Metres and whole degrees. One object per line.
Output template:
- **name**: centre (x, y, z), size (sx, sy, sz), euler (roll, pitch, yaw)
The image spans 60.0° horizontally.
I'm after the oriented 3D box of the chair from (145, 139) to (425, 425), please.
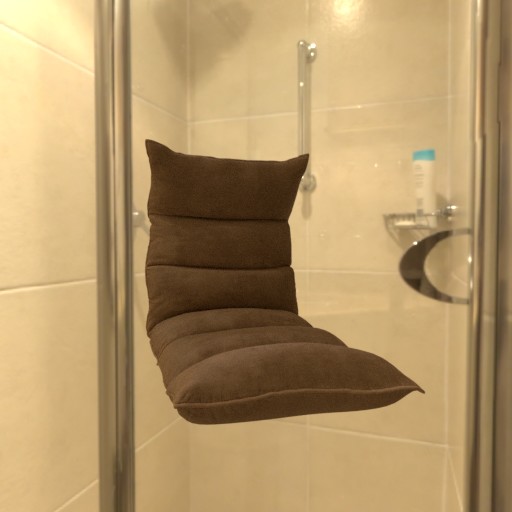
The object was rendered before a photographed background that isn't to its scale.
- **chair**: centre (0.000, 0.000, 1.559), size (0.714, 0.892, 0.985), euler (-1, 2, -18)
